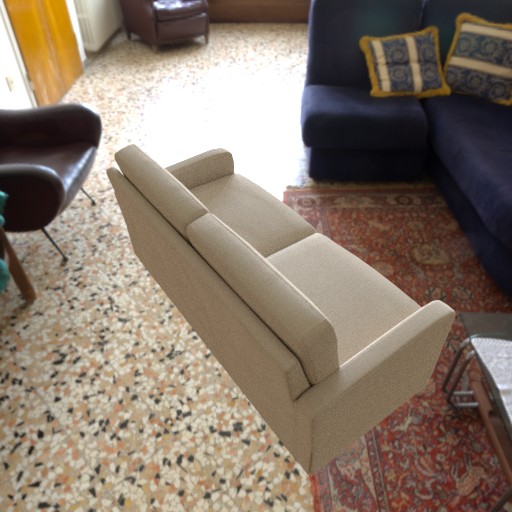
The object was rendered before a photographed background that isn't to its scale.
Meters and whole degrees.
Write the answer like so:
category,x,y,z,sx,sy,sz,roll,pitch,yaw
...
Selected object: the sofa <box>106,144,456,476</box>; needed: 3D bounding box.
category,x,y,z,sx,sy,sz,roll,pitch,yaw
sofa,0.000,0.000,2.313,0.894,0.831,1.808,-25,47,-26
